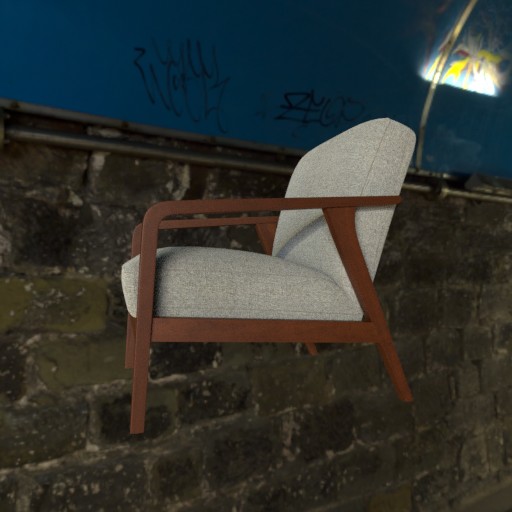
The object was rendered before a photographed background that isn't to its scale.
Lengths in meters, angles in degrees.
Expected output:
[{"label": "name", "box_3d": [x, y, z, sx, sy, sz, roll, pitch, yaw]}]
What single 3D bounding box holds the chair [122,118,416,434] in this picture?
[{"label": "chair", "box_3d": [0.000, 0.000, 1.484, 0.858, 0.847, 0.704, 0, 0, -17]}]
